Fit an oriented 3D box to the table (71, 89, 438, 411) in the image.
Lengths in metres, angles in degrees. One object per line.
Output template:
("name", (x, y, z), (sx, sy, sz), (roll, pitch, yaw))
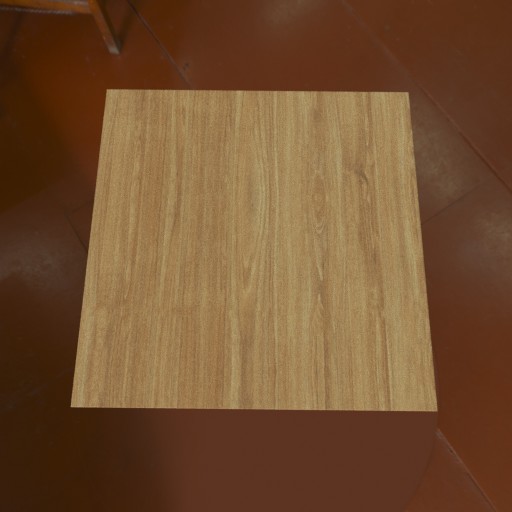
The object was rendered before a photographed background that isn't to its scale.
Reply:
("table", (0.000, 0.000, 1.421), (0.900, 0.450, 0.900), (1, 75, 0))
